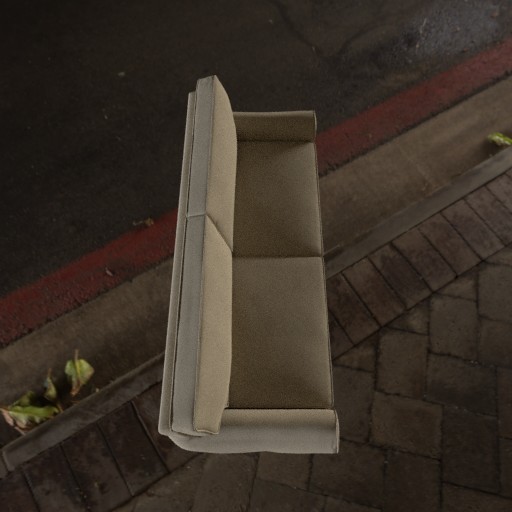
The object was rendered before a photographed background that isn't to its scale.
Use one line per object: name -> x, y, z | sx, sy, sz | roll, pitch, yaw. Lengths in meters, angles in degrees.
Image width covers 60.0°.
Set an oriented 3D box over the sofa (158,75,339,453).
sofa -> 0.000, 0.000, 2.756 | 0.900, 1.014, 2.246 | 0, 64, 0
